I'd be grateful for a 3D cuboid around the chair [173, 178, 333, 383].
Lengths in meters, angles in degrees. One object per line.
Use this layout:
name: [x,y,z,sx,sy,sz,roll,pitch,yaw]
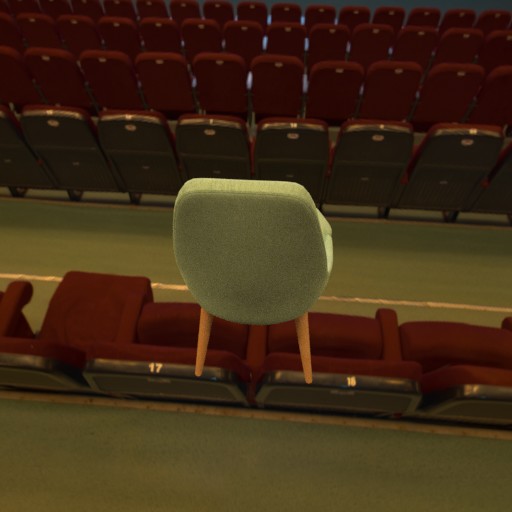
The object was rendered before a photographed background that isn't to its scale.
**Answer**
chair: [0.000,0.000,1.391,0.510,1.040,0.660,3,47,3]
